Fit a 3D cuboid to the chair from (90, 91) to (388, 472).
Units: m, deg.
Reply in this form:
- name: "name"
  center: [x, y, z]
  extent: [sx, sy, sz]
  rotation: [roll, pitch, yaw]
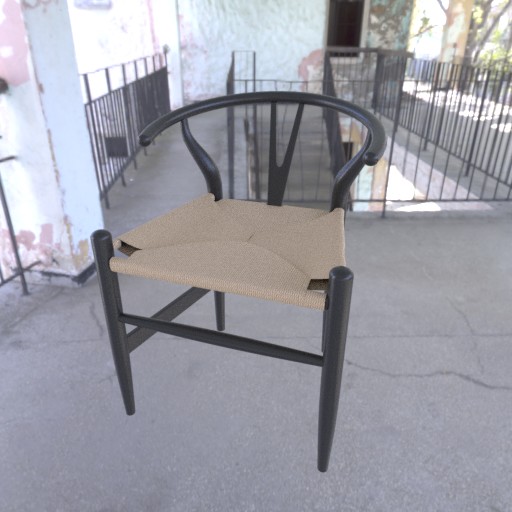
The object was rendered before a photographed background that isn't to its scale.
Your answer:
- name: "chair"
  center: [0.000, 0.000, 1.132]
  extent: [0.570, 0.739, 0.570]
  rotation: [9, 28, 17]
